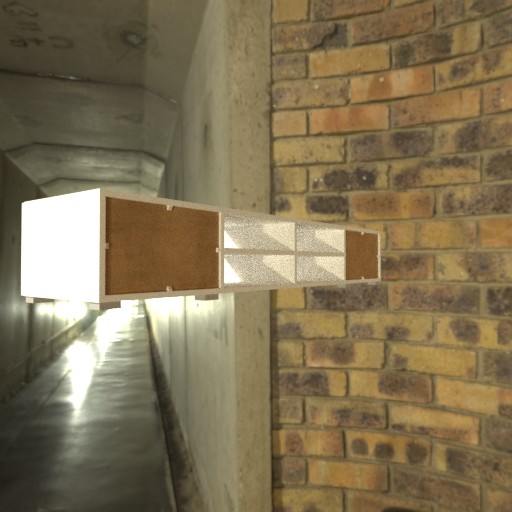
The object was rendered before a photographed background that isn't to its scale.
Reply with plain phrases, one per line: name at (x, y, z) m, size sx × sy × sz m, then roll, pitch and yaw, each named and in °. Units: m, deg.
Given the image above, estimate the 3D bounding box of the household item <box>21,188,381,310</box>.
household item at (0.000, 0.000, 1.982) m, size 0.420 × 0.310 × 1.850 m, roll -1°, pitch -1°, yaw 37°
